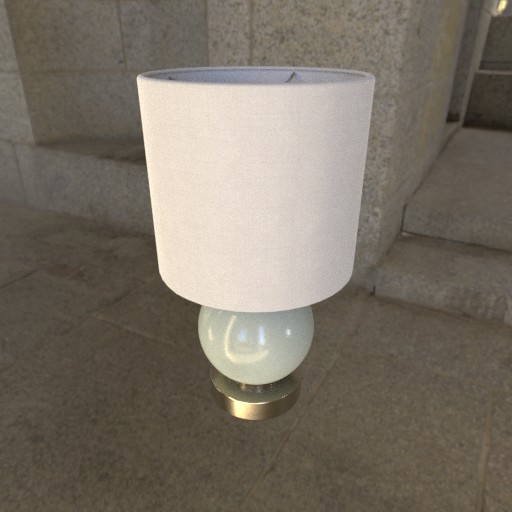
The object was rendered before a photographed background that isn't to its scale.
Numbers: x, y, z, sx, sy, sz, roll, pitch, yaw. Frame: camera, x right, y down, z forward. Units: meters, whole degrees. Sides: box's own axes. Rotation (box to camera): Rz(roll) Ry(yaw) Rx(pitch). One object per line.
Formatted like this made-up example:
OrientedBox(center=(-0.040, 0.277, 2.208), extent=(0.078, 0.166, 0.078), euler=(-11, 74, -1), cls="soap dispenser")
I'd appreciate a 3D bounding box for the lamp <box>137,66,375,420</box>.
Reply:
OrientedBox(center=(0.000, 0.000, 0.461), extent=(0.201, 0.353, 0.201), euler=(0, 26, 0), cls="lamp")
